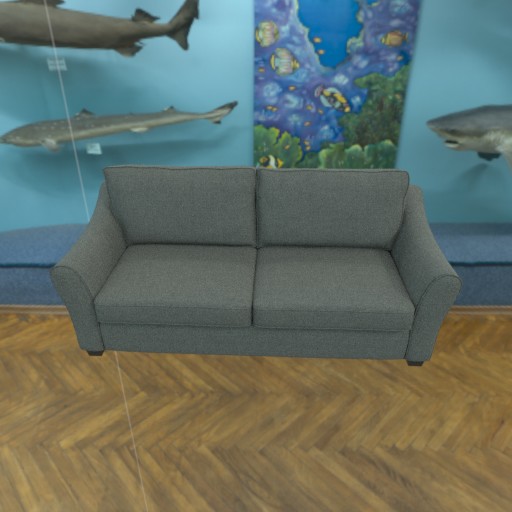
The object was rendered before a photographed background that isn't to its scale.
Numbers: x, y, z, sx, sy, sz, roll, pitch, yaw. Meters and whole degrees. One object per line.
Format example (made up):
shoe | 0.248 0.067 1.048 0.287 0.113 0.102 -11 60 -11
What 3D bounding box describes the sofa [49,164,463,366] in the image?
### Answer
sofa | 0.000 0.000 2.762 2.203 0.976 1.013 1 29 2
